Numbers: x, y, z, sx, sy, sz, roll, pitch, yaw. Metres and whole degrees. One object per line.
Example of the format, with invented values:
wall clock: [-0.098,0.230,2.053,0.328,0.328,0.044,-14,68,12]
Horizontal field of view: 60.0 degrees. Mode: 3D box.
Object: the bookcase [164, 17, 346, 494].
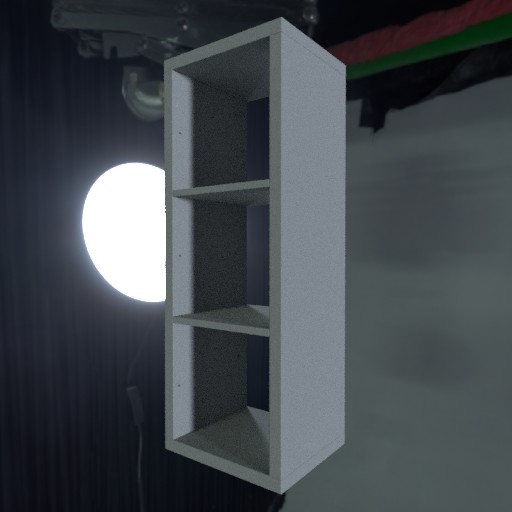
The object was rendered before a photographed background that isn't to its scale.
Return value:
bookcase: [0.000,0.000,1.250,0.390,1.080,0.330,1,1,37]
